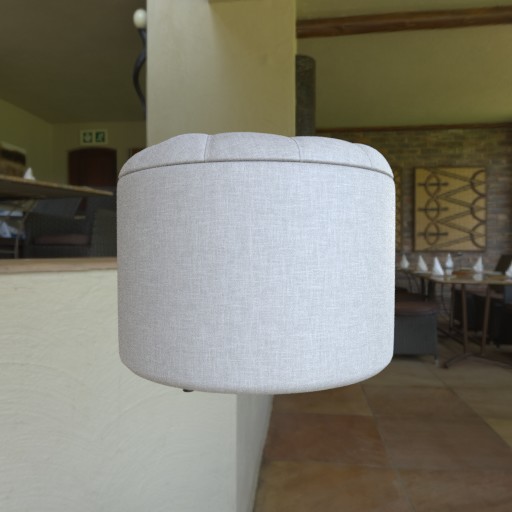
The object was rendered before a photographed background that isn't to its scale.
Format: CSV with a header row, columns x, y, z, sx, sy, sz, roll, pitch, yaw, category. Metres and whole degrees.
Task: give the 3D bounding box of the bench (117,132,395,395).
x,y,z,sx,sy,sz,roll,pitch,yaw,category
0.000,0.000,1.003,0.600,0.453,0.600,0,1,0,bench
